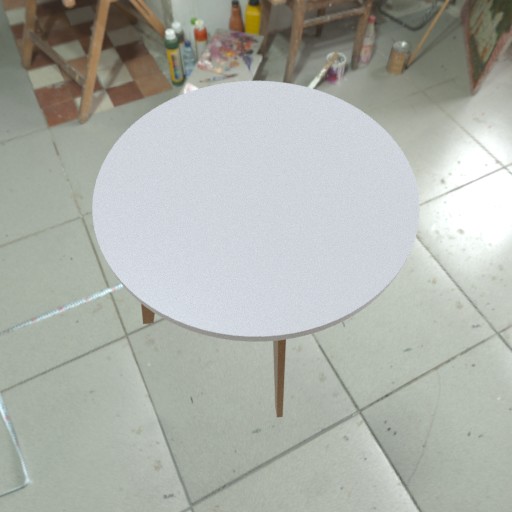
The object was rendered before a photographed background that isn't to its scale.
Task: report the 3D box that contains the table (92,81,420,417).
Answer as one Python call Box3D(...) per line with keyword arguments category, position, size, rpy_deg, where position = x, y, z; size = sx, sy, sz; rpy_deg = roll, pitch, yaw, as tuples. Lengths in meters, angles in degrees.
Box3D(category="table", position=(0.000, 0.000, 1.558), size=(0.896, 0.762, 0.896), rpy_deg=(0, 58, 0))
